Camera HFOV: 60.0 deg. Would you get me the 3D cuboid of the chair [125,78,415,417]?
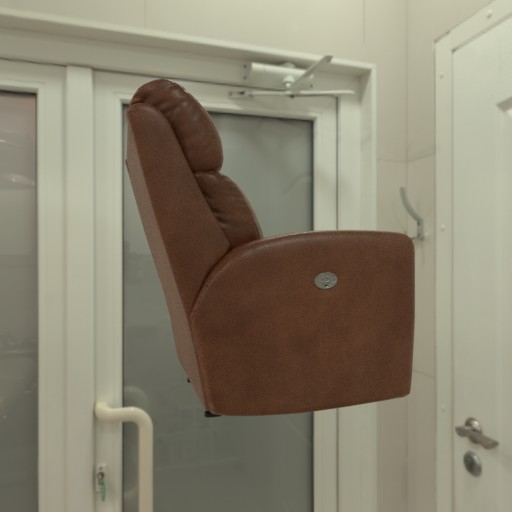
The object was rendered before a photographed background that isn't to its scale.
[{"bbox_3d":[0.000,0.000,1.661,0.939,1.016,0.787,0,0,-17],"label":"chair"}]
